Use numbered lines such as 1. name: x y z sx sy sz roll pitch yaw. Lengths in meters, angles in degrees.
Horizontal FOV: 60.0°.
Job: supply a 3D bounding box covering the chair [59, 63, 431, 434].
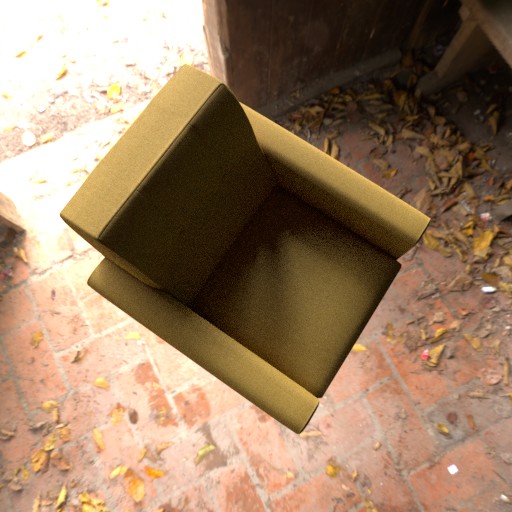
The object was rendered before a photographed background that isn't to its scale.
1. chair: 0.000 0.000 1.562 0.909 0.841 0.831 33 78 8
